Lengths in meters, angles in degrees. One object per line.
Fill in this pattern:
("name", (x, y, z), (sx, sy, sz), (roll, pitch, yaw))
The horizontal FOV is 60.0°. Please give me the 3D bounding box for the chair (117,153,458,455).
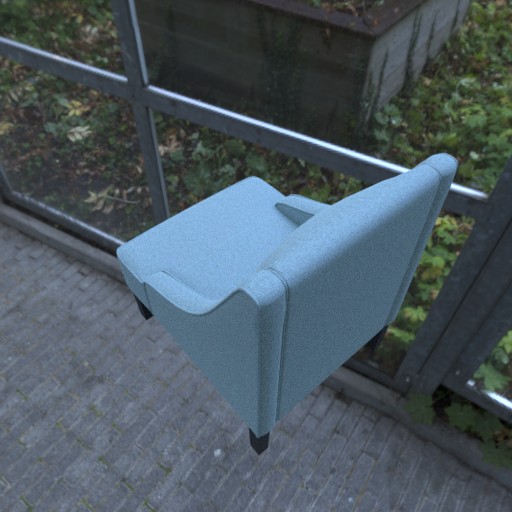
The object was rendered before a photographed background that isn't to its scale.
("chair", (0.000, 0.000, 1.884), (0.857, 1.133, 1.025), (-33, 56, -26))
